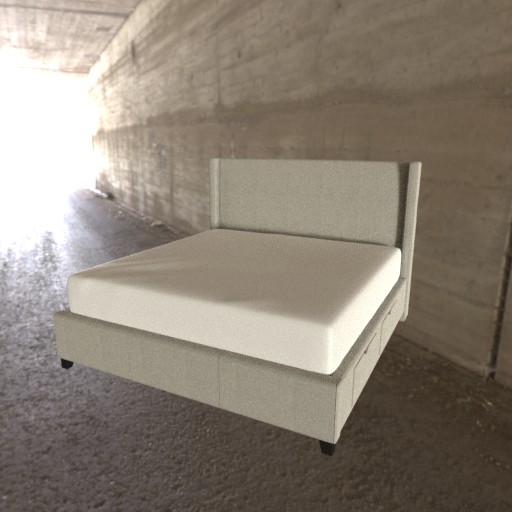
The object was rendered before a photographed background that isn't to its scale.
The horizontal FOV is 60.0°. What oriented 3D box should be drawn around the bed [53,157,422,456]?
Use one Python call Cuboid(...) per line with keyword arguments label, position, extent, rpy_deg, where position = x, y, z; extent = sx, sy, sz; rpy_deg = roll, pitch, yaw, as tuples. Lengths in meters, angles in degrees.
Cuboid(label="bed", position=(0.000, 0.000, 3.619), extent=(2.140, 1.470, 2.280), rpy_deg=(7, 16, 26))
